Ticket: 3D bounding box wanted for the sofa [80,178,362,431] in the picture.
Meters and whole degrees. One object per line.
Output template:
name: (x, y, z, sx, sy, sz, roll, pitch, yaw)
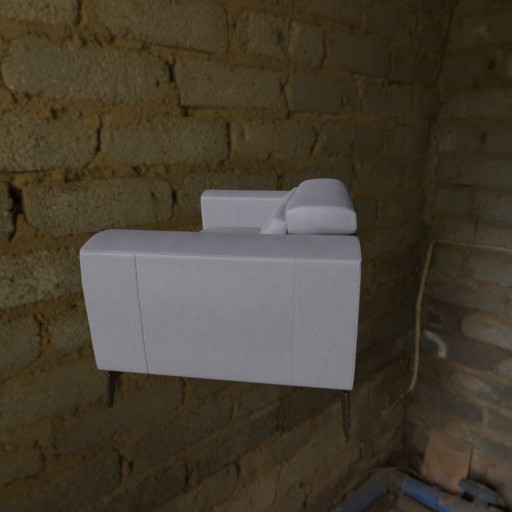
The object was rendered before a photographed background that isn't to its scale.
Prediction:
sofa: (0.000, 0.000, 2.430, 1.003, 0.779, 1.895, 2, 15, 9)
